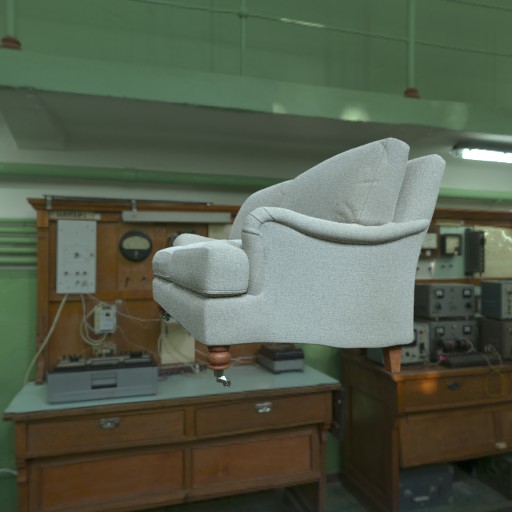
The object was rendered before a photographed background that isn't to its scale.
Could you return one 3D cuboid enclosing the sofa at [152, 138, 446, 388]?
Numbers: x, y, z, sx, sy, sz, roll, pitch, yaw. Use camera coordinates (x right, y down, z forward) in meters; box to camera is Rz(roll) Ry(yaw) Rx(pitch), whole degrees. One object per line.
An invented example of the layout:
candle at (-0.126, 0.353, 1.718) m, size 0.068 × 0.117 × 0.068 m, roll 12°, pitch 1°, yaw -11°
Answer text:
sofa at (0.000, 0.000, 2.686) m, size 1.091 × 0.997 × 2.070 m, roll 0°, pitch 0°, yaw -18°
